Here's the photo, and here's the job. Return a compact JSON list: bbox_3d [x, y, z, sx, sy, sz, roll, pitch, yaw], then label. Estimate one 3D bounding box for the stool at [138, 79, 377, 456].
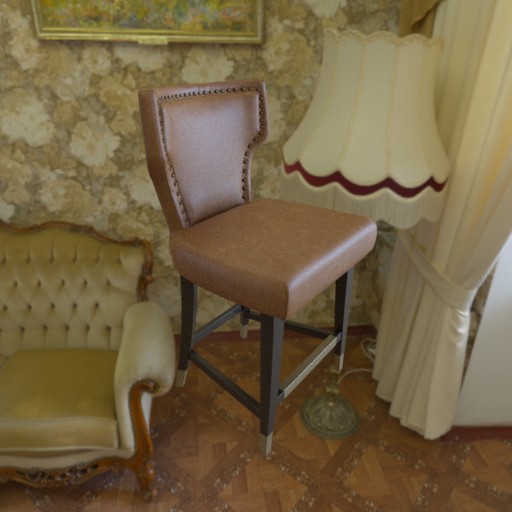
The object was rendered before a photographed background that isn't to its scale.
[{"bbox_3d":[0.000,0.000,1.365,0.563,0.982,0.526,18,31,33],"label":"stool"}]
